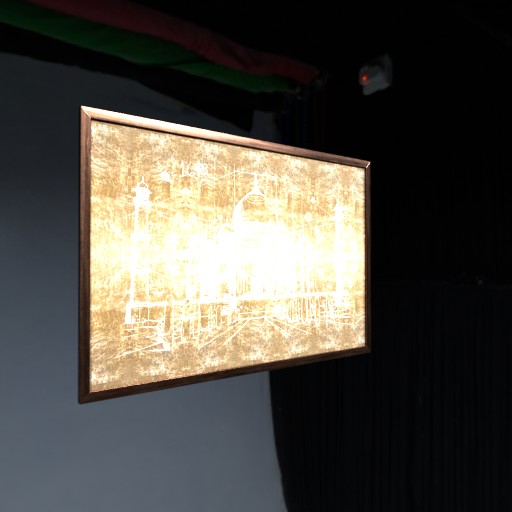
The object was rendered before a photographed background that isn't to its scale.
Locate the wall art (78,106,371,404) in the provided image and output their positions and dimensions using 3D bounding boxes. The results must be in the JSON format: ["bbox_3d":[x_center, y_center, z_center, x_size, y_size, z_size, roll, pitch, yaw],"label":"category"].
[{"bbox_3d":[0.000,0.000,1.070,0.816,0.559,0.014,0,-1,-35],"label":"wall art"}]
